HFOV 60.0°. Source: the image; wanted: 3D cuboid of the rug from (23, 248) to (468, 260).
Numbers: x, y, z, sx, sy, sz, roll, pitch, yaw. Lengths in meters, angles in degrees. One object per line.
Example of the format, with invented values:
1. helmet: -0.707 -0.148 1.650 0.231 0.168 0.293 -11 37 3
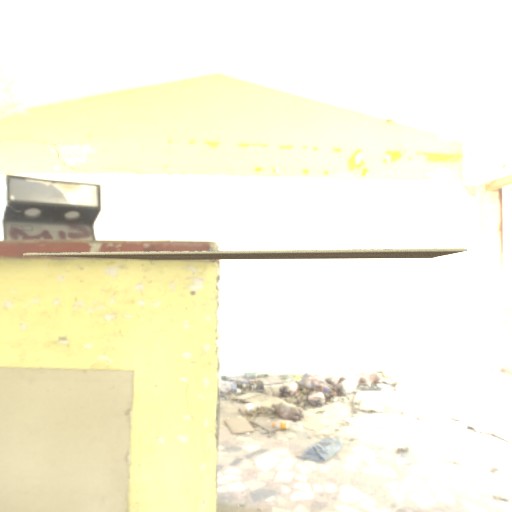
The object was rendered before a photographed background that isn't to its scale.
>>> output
1. rug: 0.000 0.000 2.316 1.831 0.012 1.213 0 -2 17
